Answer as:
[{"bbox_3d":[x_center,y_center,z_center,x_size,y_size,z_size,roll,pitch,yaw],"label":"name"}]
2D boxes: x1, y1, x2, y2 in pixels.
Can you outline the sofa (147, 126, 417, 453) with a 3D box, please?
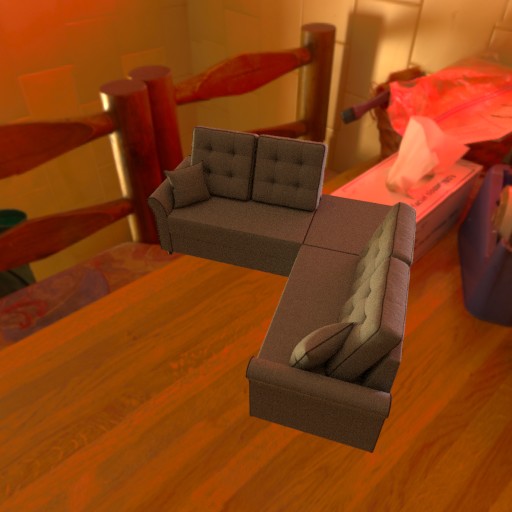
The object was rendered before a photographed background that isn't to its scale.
[{"bbox_3d":[0.000,0.000,3.238,2.068,0.988,2.070,12,42,14],"label":"sofa"}]
